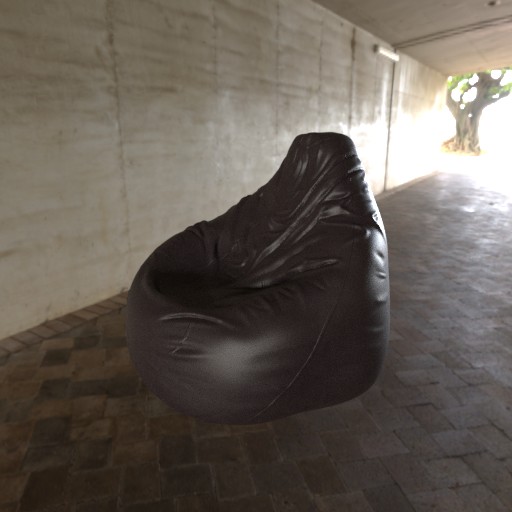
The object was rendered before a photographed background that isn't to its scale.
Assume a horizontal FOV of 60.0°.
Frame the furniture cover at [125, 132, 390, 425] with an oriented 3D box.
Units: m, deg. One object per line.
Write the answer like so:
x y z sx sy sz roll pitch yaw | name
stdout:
0.000 0.000 1.839 1.070 0.990 1.070 -7 18 -24 | furniture cover
